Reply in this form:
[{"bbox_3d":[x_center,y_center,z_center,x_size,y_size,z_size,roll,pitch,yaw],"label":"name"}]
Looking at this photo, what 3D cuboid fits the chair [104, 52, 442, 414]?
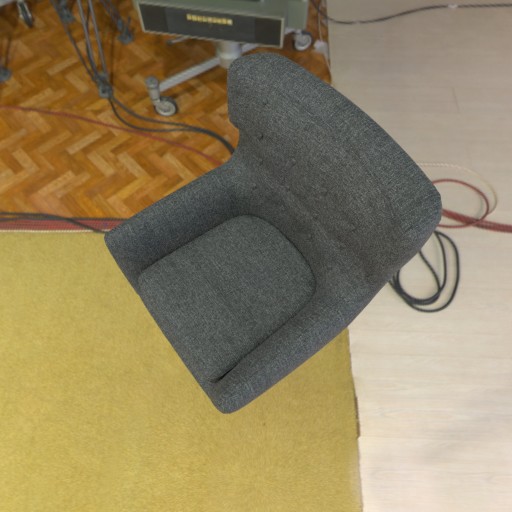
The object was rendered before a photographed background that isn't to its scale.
[{"bbox_3d":[0.000,0.000,1.742,0.904,1.063,0.878,-34,68,-16],"label":"chair"}]
